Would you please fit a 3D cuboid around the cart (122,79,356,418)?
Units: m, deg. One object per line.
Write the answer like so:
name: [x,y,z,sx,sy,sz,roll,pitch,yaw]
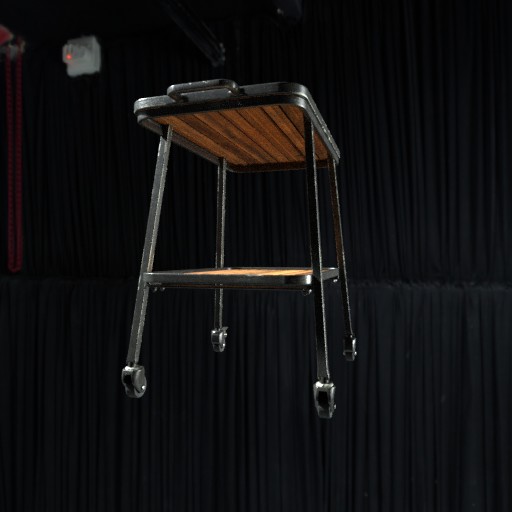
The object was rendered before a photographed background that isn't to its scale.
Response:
cart: [0.000,0.000,1.268,0.515,0.700,0.806,0,0,17]
